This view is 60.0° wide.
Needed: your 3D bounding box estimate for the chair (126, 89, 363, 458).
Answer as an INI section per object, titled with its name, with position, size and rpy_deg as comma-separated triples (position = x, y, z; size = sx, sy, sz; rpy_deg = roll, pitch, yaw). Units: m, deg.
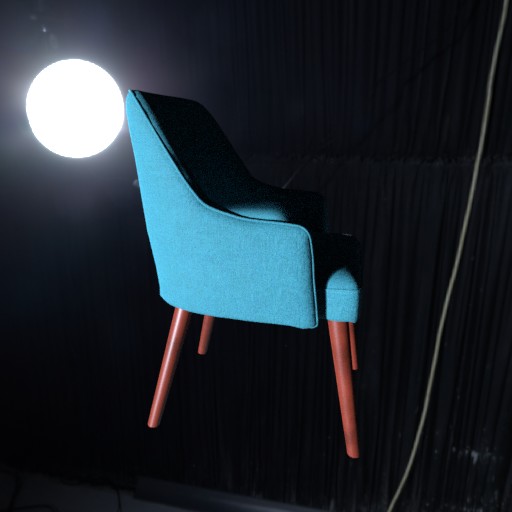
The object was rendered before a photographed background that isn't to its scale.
[chair]
position = 0.000, 0.000, 1.213
size = 0.605, 0.849, 0.548
rpy_deg = 3, 16, 12
